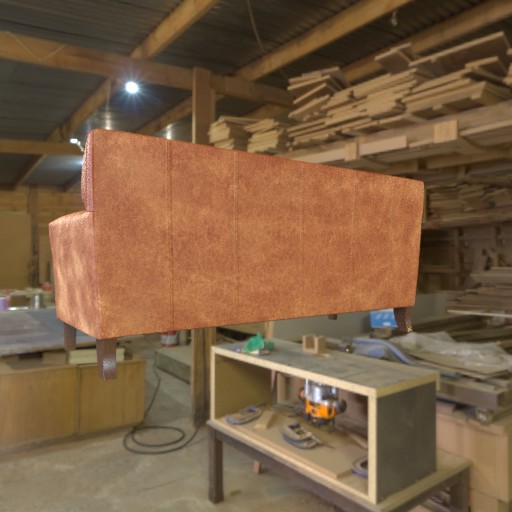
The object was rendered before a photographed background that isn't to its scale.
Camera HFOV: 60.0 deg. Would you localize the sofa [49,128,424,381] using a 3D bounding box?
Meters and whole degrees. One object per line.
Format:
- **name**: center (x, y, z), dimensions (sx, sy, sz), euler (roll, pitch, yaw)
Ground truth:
- **sofa**: center (0.000, 0.000, 2.523), dimensions (2.053, 0.947, 0.805), euler (0, 0, -35)
